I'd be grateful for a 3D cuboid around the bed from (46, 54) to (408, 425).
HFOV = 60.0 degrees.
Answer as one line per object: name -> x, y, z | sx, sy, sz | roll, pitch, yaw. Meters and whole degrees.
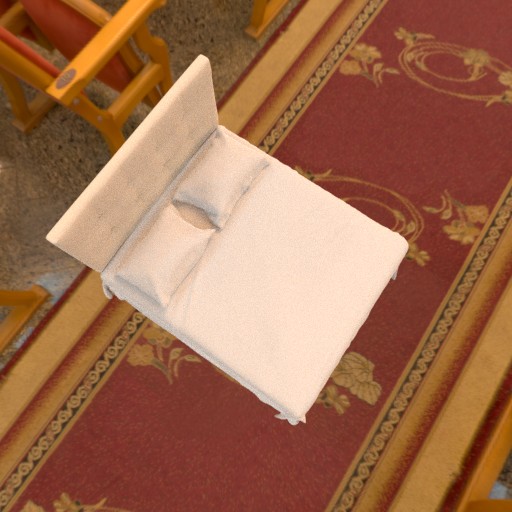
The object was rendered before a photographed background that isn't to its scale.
bed -> 0.000, 0.000, 3.502 | 2.222, 1.577, 1.936 | 34, 78, 8
